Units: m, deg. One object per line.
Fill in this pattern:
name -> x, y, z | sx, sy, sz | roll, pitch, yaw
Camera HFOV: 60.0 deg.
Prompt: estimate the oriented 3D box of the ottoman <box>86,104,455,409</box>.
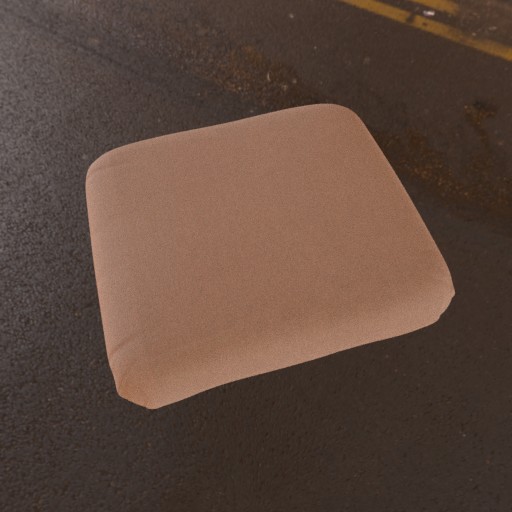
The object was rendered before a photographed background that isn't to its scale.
ottoman -> 0.000, 0.000, 1.139 | 0.746, 0.450, 0.639 | -15, 61, -8
